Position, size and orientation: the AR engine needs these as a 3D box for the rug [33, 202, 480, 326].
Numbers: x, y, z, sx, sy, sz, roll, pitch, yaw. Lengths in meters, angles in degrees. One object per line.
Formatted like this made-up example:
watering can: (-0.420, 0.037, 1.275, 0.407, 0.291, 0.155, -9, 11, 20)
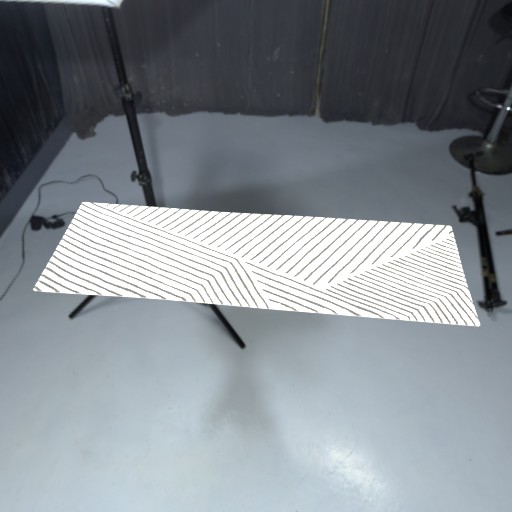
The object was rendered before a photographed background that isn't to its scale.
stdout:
rug: (0.000, 0.000, 2.663, 2.439, 0.020, 0.773, 4, 47, 4)
